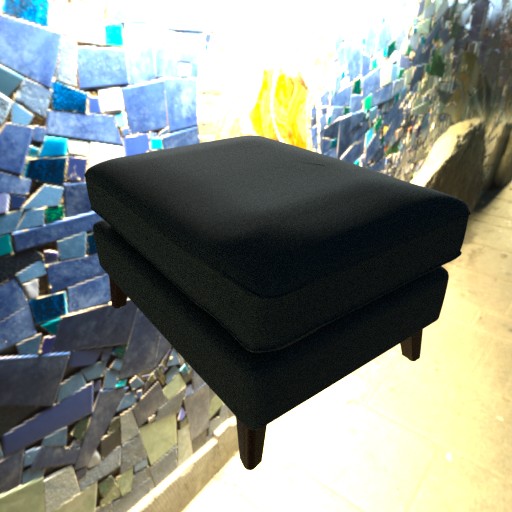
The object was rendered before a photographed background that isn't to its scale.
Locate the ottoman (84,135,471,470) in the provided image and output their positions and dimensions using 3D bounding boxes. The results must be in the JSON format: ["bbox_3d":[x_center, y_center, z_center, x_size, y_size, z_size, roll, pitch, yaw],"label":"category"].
[{"bbox_3d":[0.000,0.000,1.218,0.629,0.503,0.835,-19,34,-32],"label":"ottoman"}]
